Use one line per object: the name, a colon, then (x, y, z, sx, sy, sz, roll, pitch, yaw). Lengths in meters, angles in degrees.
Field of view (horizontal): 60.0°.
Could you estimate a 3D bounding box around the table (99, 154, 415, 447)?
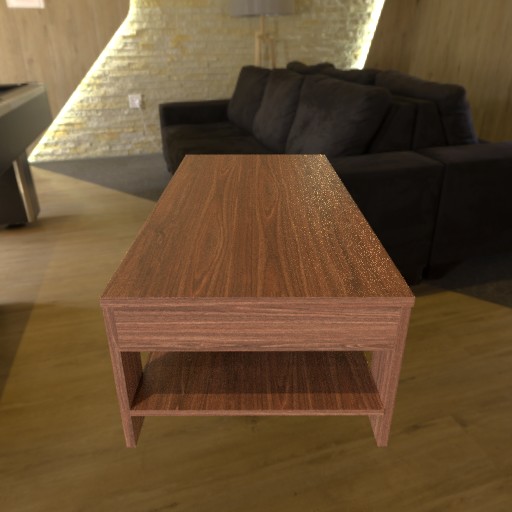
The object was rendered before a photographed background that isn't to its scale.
table: (0.000, 0.000, 1.468, 0.600, 0.400, 1.200, 0, 26, 0)
